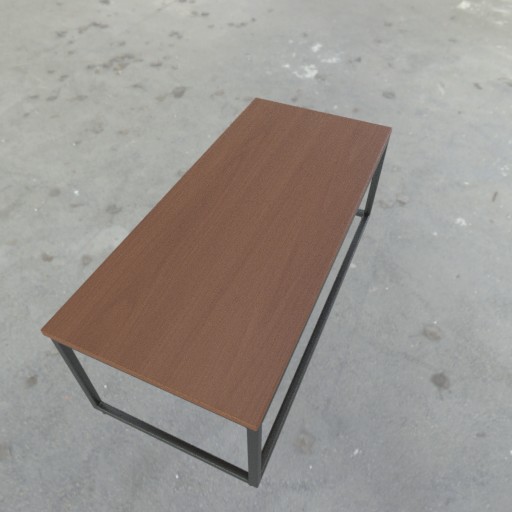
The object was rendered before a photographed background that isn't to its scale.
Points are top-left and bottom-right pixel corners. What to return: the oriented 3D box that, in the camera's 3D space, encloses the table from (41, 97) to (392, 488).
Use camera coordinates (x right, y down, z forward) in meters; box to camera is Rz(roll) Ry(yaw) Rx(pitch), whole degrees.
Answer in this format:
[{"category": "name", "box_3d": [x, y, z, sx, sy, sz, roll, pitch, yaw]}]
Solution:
[{"category": "table", "box_3d": [0.000, 0.000, 1.348, 0.500, 0.400, 1.100, 18, 50, 16]}]
